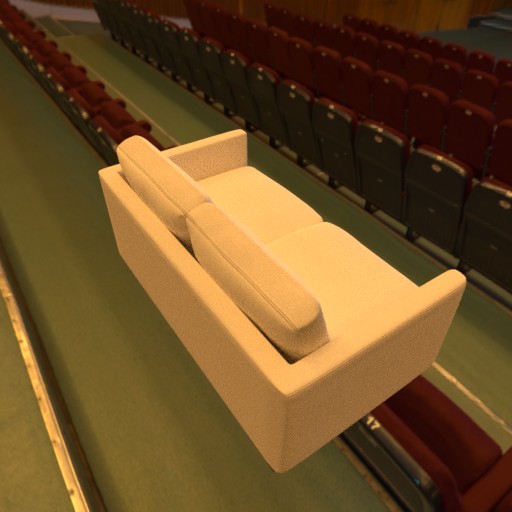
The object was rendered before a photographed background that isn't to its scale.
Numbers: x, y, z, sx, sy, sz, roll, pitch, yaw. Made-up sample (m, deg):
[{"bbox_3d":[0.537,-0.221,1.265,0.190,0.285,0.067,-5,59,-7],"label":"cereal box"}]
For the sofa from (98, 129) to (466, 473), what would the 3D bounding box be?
[{"bbox_3d":[0.000,0.000,2.240,0.964,0.888,1.702,-24,46,-25],"label":"sofa"}]
